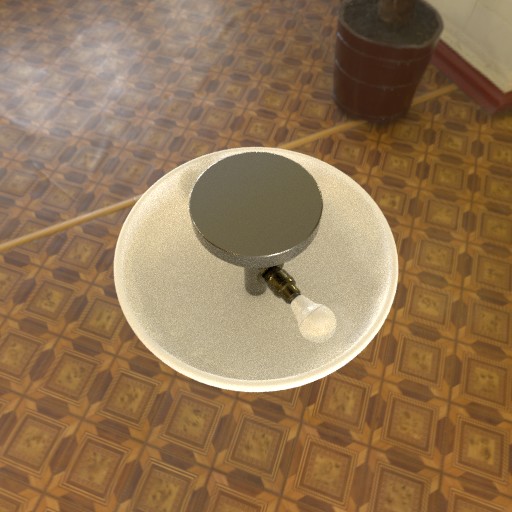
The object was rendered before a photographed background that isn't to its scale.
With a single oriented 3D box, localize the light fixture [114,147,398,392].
[{"bbox_3d":[0.000,0.000,0.535,0.330,0.214,0.330,0,58,0],"label":"light fixture"}]
